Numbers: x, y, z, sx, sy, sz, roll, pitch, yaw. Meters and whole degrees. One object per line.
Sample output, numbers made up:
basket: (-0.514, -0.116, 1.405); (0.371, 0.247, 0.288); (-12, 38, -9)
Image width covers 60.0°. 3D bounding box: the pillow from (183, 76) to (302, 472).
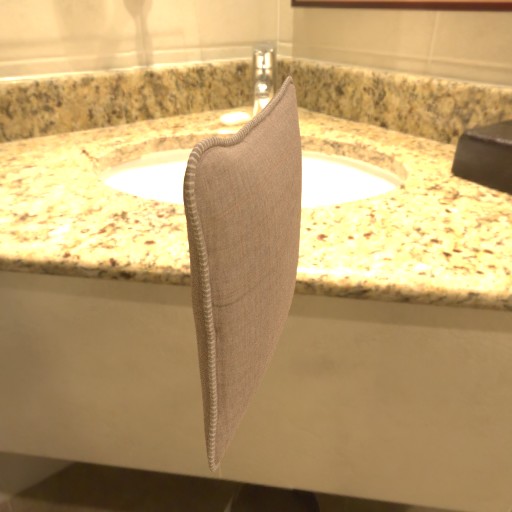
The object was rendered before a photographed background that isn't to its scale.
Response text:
pillow: (0.000, 0.000, 0.732); (0.124, 0.494, 0.485); (8, 32, 14)
